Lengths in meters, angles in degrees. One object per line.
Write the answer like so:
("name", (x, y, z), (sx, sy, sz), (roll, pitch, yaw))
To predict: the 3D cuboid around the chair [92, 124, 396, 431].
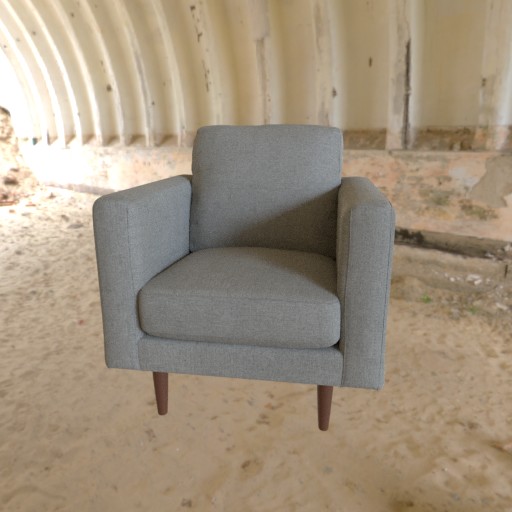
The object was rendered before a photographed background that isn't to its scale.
("chair", (0.000, 0.000, 1.600), (0.855, 0.927, 0.800), (2, 15, 8))
